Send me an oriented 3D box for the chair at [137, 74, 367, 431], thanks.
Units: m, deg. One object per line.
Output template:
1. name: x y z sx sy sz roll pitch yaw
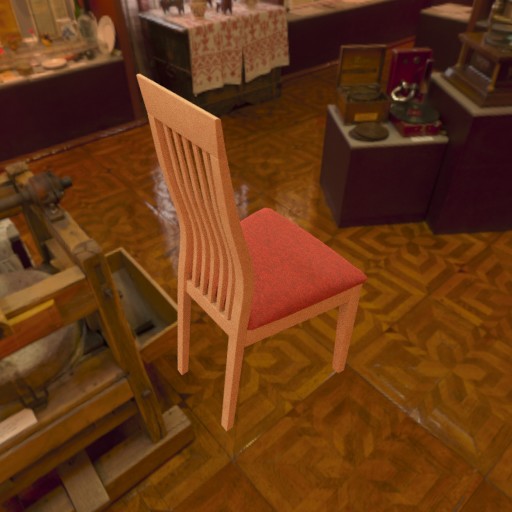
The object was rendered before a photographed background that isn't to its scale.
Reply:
1. chair: 0.000 0.000 1.272 0.474 1.027 0.460 -28 48 -28
